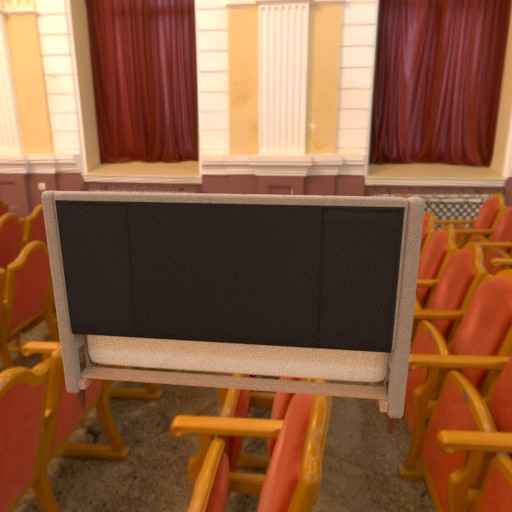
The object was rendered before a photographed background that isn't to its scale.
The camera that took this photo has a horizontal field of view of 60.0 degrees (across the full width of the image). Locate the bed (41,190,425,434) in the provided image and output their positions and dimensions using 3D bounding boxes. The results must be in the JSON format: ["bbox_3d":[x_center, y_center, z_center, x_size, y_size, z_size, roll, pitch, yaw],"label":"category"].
[{"bbox_3d":[0.000,0.000,3.073,1.656,1.147,2.232,2,16,7],"label":"bed"}]
